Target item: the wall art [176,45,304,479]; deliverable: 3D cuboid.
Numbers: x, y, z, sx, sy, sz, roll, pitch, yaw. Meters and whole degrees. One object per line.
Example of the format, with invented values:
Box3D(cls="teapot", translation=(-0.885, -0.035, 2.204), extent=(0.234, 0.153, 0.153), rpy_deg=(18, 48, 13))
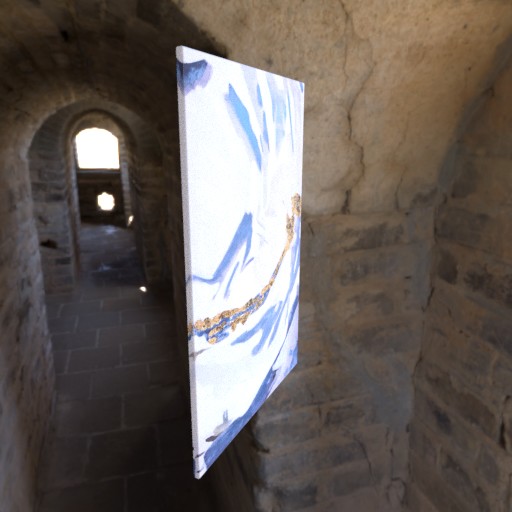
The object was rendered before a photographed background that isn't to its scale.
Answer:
Box3D(cls="wall art", translation=(0.000, 0.000, 1.163), extent=(0.016, 0.914, 0.610), rpy_deg=(7, 16, 26))
